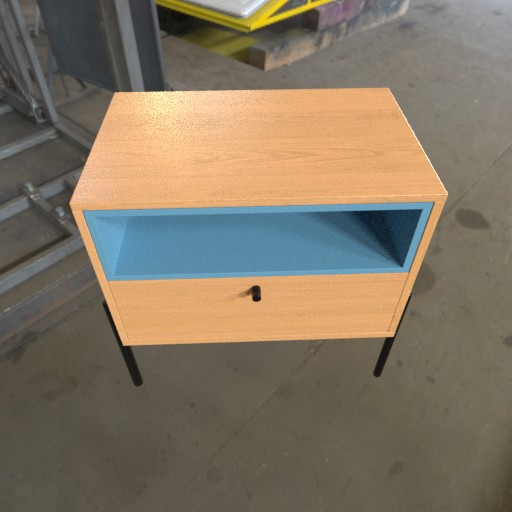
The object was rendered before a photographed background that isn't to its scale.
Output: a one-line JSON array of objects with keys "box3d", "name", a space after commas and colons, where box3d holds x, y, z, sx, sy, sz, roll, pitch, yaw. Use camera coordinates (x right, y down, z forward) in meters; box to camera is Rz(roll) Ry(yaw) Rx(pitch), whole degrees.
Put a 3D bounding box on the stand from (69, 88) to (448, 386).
[{"box3d": [0.000, 0.000, 1.015, 0.630, 0.600, 0.400, -2, 45, -2], "name": "stand"}]
